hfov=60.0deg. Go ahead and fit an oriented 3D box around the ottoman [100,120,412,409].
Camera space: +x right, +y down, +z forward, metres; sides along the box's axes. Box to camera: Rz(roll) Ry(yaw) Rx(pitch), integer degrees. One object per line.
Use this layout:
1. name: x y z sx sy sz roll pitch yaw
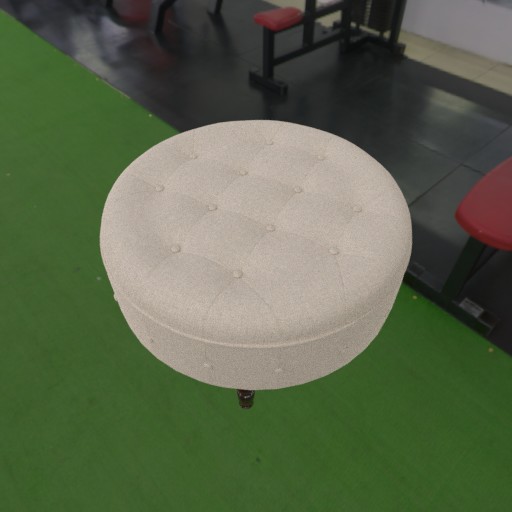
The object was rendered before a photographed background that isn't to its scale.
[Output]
1. ottoman: 0.000 0.000 1.361 0.848 0.494 0.848 0 47 0
